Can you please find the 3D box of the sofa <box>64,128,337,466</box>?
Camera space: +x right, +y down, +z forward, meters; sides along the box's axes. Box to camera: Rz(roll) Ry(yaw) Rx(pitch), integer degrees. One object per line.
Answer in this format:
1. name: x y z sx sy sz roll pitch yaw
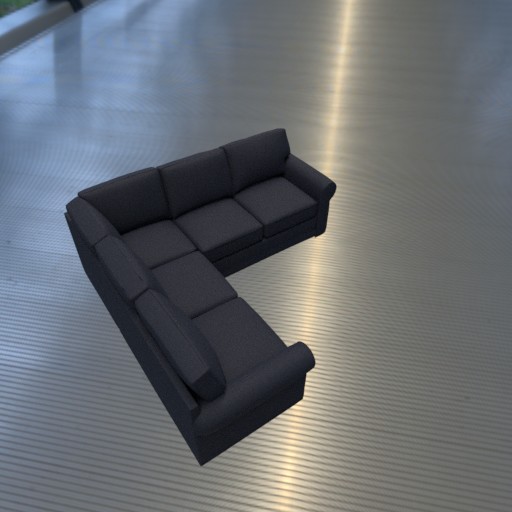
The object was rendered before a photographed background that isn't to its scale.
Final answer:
1. sofa: 0.000 0.000 4.022 2.562 1.042 2.487 -25 47 -25
